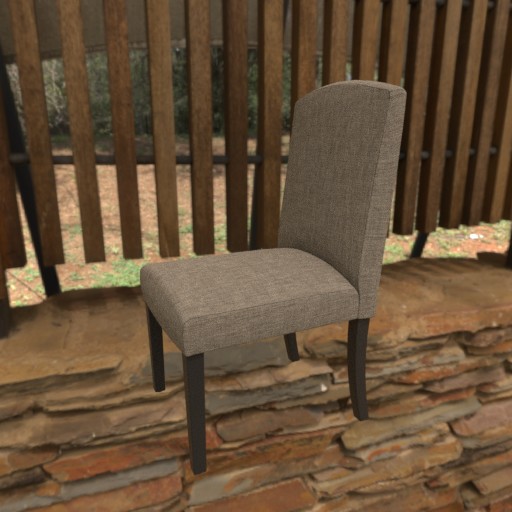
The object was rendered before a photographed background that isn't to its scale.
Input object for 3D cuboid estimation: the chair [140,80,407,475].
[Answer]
[{"bbox_3d":[0.000,0.000,1.209,0.580,0.917,0.451,-7,16,-25],"label":"chair"}]
